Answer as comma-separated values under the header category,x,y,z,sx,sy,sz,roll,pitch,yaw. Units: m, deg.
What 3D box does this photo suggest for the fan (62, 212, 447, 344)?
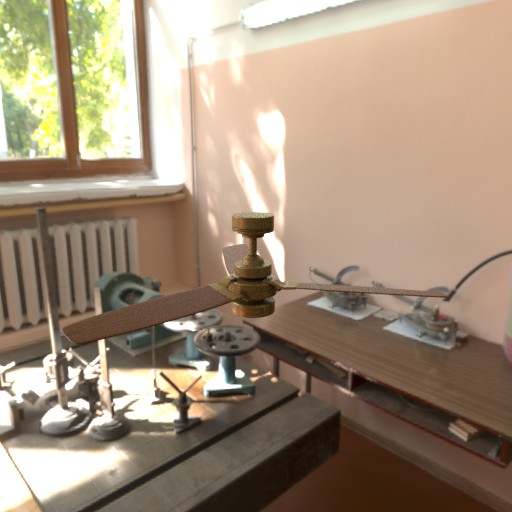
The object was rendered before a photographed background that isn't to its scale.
category,x,y,z,sx,sy,sz,roll,pitch,yaw
fan,0.000,0.000,2.024,1.416,0.425,1.271,-2,14,-9
